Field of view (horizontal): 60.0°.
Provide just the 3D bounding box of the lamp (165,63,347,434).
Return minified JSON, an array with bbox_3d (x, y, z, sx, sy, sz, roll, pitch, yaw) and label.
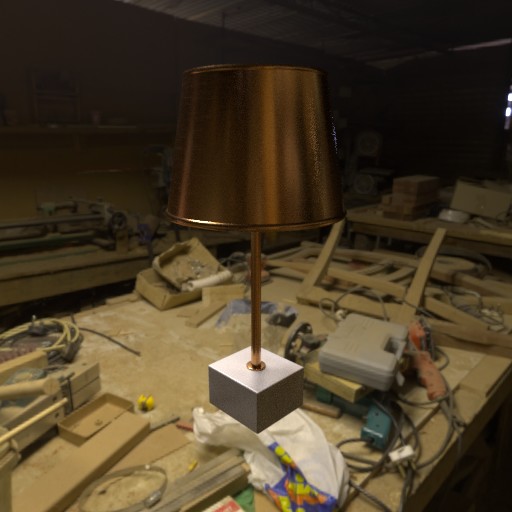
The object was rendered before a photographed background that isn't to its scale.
[{"bbox_3d":[0.000,0.000,0.532,0.208,0.406,0.208,0,15,0],"label":"lamp"}]
